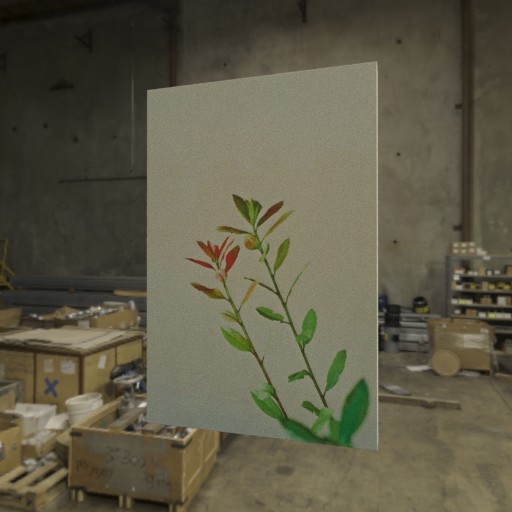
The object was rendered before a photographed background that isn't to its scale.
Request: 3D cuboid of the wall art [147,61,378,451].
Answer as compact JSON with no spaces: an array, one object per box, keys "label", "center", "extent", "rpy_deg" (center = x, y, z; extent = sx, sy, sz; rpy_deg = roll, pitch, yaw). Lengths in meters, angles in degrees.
[{"label":"wall art","center":[0.000,0.000,0.772],"extent":[0.408,0.611,0.038],"rpy_deg":[0,0,17]}]
